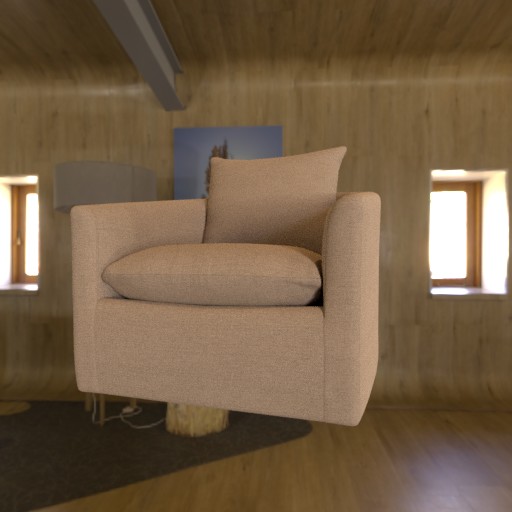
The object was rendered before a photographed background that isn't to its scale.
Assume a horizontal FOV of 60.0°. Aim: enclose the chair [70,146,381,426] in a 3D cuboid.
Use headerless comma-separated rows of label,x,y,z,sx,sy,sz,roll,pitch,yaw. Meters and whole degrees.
chair,0.000,0.000,1.568,0.845,0.848,0.910,0,1,19
